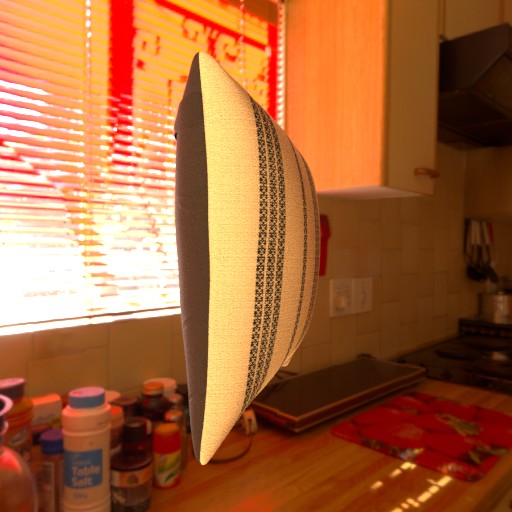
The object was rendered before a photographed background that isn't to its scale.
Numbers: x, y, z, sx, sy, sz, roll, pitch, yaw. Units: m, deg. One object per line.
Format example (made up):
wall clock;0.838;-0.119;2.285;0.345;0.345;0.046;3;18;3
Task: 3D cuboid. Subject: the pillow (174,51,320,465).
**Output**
pillow;0.000;0.000;0.622;0.173;0.406;0.405;0;1;16
